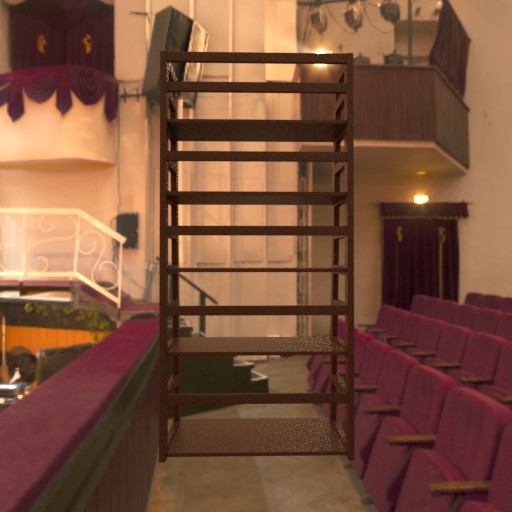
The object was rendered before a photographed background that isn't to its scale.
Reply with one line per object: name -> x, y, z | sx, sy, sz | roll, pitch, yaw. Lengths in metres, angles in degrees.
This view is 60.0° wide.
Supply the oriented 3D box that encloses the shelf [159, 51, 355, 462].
shelf -> 0.000, 0.000, 1.931 | 0.763, 1.600, 0.403 | 0, -1, -1
